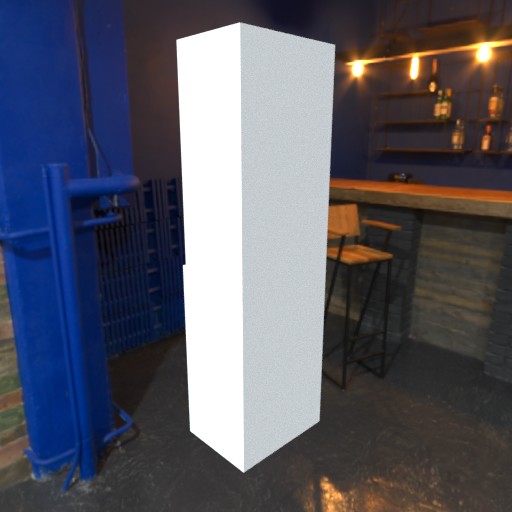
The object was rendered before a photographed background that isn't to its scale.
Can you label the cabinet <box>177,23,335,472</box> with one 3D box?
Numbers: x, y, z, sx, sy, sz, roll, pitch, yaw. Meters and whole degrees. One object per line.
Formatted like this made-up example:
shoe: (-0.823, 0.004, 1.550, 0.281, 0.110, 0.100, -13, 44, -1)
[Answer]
cabinet: (0.000, 0.000, 1.531, 0.400, 1.350, 0.300, -14, 20, -42)
